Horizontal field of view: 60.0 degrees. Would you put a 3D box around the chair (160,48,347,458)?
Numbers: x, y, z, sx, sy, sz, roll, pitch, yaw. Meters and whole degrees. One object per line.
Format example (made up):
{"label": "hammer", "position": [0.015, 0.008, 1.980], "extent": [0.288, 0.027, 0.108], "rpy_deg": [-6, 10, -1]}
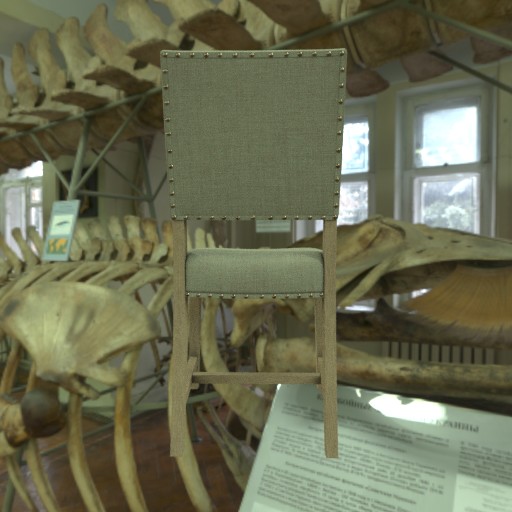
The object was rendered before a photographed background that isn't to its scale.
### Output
{"label": "chair", "position": [0.000, 0.000, 1.329], "extent": [0.508, 0.986, 0.622], "rpy_deg": [0, 2, 1]}
